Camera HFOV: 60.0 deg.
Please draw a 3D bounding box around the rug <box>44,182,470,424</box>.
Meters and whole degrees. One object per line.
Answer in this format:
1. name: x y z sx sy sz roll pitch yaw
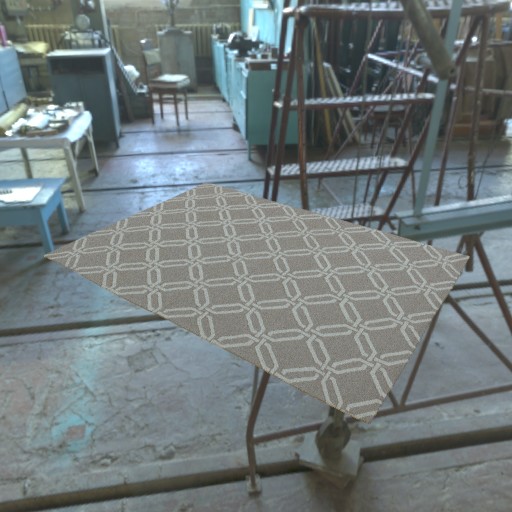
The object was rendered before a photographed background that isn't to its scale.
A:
1. rug: 0.000 0.000 2.704 2.135 0.013 1.524 20 36 30
